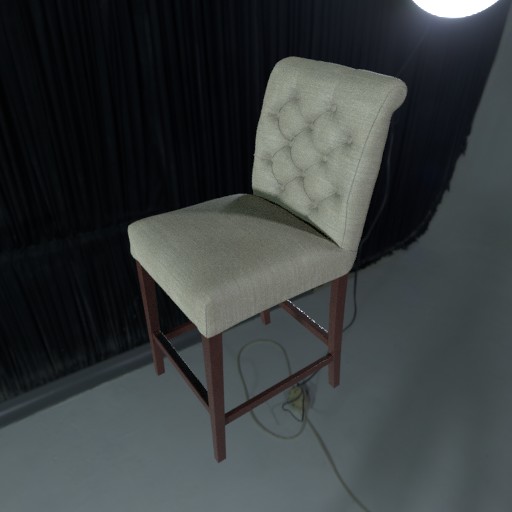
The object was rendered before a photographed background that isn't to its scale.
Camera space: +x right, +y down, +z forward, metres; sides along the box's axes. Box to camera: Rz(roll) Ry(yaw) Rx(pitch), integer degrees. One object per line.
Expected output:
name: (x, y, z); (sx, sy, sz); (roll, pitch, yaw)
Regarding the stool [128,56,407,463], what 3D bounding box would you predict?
stool: (0.000, 0.000, 1.419); (0.660, 1.084, 0.486); (-21, 39, -29)
